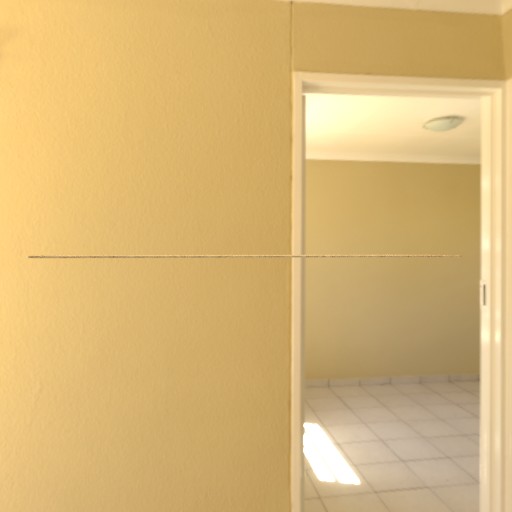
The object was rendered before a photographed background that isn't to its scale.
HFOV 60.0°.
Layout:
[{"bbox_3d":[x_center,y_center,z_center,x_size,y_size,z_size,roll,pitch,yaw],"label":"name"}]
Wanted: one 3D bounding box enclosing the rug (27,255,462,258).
[{"bbox_3d":[0.000,0.000,2.745,2.436,0.013,0.807,0,0,-18],"label":"rug"}]
